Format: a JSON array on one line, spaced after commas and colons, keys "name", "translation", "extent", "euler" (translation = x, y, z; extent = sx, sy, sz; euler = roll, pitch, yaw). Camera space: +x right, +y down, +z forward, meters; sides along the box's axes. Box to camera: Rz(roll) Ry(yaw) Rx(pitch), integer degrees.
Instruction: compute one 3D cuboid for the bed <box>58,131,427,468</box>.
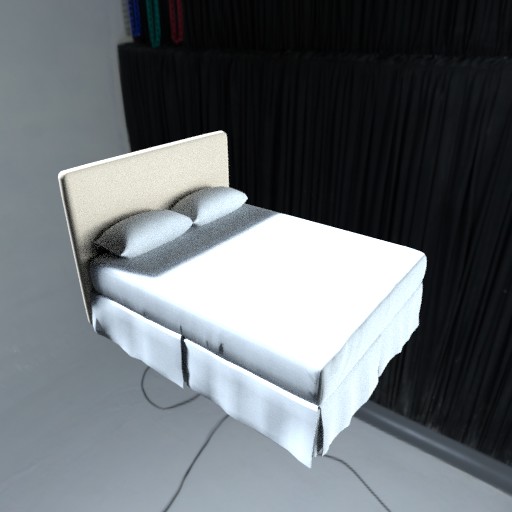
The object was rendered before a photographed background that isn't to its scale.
[{"name": "bed", "translation": [0.000, 0.000, 3.304], "extent": [2.142, 1.330, 1.748], "euler": [19, 33, 32]}]
